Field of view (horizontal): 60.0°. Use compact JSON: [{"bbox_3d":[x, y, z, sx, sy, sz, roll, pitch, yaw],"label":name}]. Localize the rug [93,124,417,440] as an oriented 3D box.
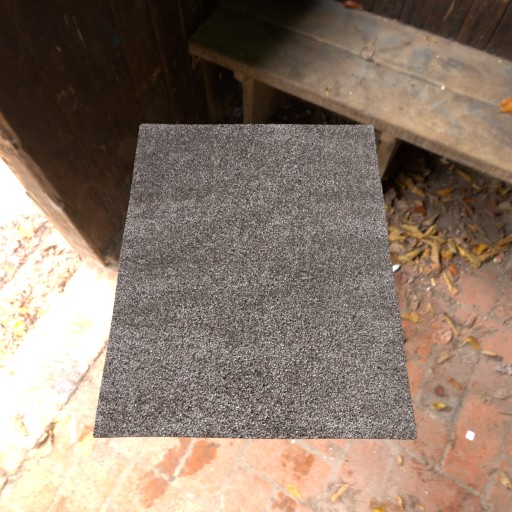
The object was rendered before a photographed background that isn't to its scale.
[{"bbox_3d":[0.000,0.000,3.925,2.401,0.025,3.000,0,64,0],"label":"rug"}]
